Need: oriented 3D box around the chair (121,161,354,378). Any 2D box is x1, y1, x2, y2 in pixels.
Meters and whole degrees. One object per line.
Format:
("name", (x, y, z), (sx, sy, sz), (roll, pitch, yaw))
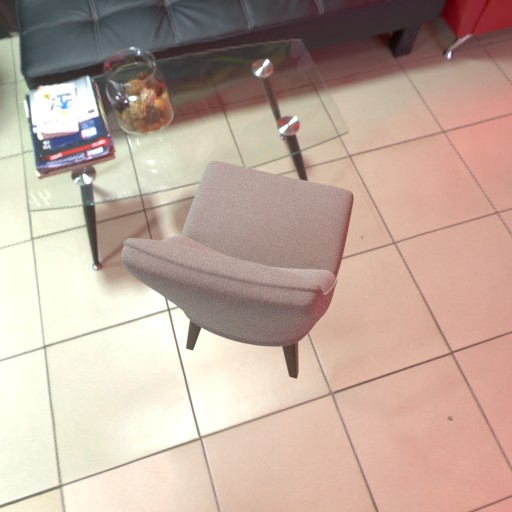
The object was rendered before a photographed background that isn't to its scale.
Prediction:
("chair", (0.000, 0.000, 1.307), (0.500, 0.930, 0.620), (14, 64, 7))
